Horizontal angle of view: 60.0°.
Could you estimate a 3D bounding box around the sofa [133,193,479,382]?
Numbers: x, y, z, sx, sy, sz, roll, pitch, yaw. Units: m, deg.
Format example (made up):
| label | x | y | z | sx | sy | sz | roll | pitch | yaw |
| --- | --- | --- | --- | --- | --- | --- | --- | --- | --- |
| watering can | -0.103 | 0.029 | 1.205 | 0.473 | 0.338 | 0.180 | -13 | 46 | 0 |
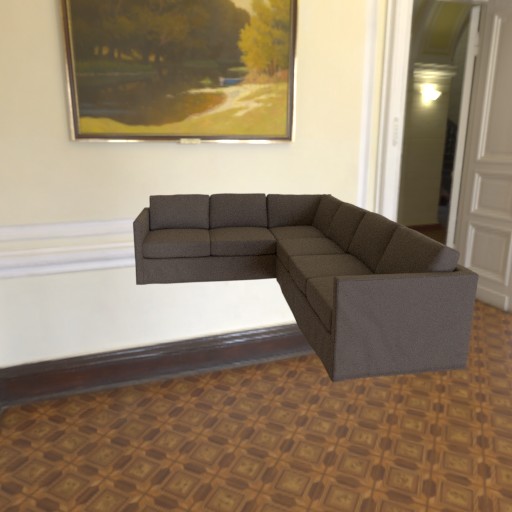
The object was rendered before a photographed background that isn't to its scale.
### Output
| label | x | y | z | sx | sy | sz | roll | pitch | yaw |
| --- | --- | --- | --- | --- | --- | --- | --- | --- | --- |
| sofa | 0.000 | 0.000 | 4.204 | 2.432 | 0.871 | 3.182 | -2 | 15 | -7 |
